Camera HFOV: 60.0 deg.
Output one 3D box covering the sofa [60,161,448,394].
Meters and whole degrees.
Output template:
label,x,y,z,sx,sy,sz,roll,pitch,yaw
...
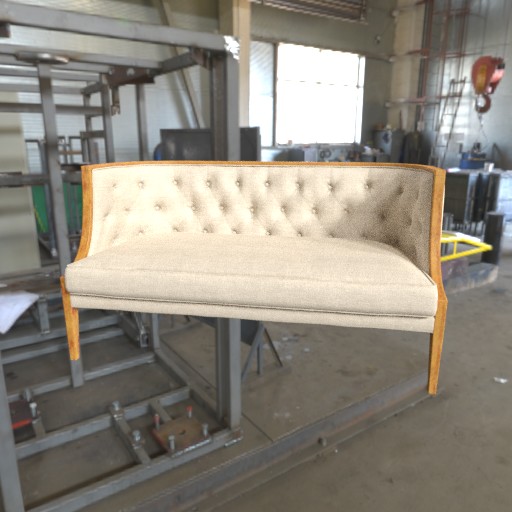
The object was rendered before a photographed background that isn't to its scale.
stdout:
label,x,y,z,sx,sy,sz,roll,pitch,yaw
sofa,0.000,0.000,1.945,1.474,0.775,0.770,3,15,10
